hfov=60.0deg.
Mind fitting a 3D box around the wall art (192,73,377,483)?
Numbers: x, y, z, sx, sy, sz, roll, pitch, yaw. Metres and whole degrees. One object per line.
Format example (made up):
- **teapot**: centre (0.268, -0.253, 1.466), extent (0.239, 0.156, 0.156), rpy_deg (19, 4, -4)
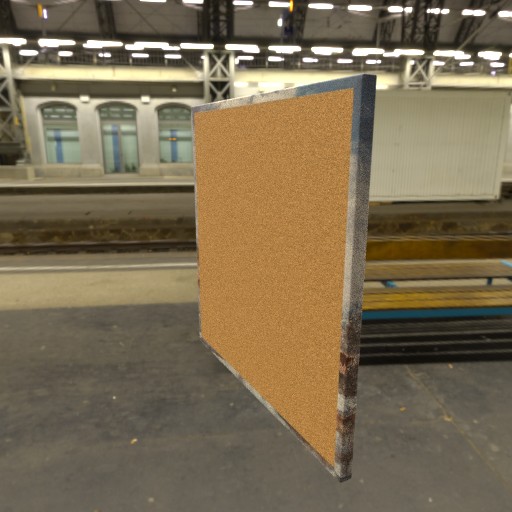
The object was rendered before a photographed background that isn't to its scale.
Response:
- **wall art**: centre (0.000, 0.000, 1.311), extent (0.035, 0.897, 0.888), rpy_deg (-8, 16, -28)
